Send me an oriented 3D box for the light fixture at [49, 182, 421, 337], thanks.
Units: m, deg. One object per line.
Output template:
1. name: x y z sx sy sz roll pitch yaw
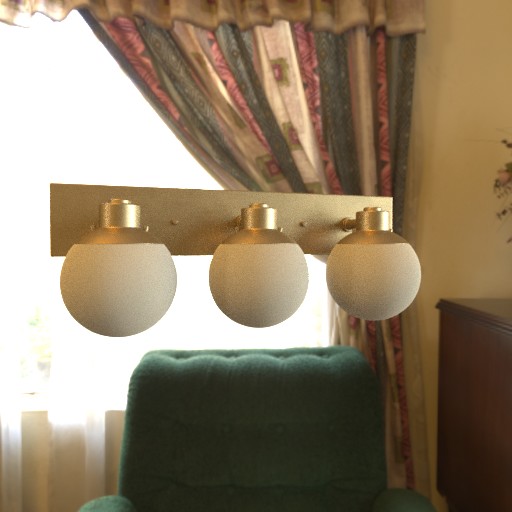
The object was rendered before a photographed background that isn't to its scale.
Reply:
1. light fixture: 0.000 0.000 0.832 0.721 0.263 0.218 -1 2 -19
